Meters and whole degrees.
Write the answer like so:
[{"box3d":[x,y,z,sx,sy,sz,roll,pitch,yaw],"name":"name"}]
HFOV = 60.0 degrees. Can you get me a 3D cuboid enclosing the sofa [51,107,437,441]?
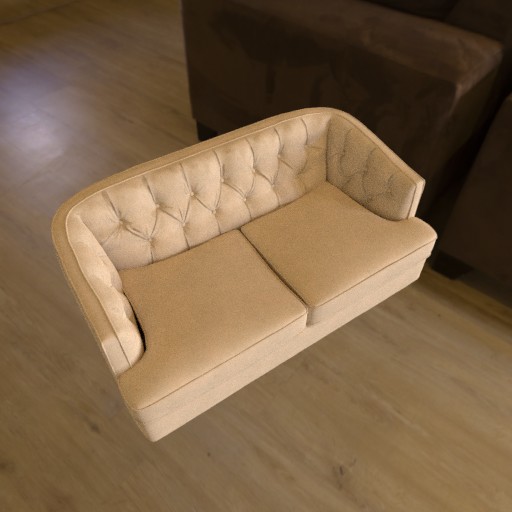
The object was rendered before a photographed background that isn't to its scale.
[{"box3d":[0.000,0.000,2.276,1.731,0.878,0.940,-26,53,-22],"name":"sofa"}]
